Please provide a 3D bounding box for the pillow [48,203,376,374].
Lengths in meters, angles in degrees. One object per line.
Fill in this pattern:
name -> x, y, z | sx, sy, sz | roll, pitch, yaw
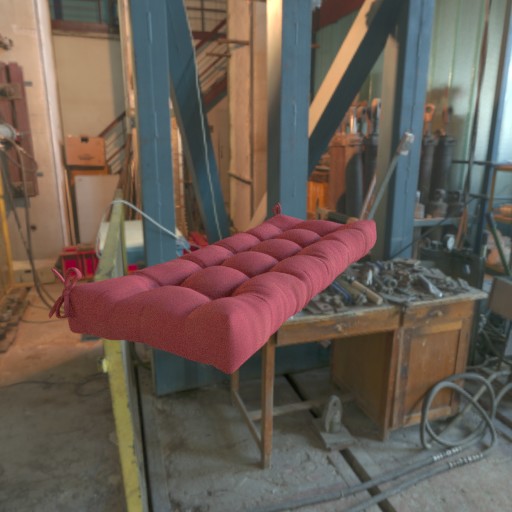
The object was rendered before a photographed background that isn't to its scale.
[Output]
pillow -> 0.000, 0.000, 1.377 | 0.511, 0.174, 1.194 | 8, 17, 26
